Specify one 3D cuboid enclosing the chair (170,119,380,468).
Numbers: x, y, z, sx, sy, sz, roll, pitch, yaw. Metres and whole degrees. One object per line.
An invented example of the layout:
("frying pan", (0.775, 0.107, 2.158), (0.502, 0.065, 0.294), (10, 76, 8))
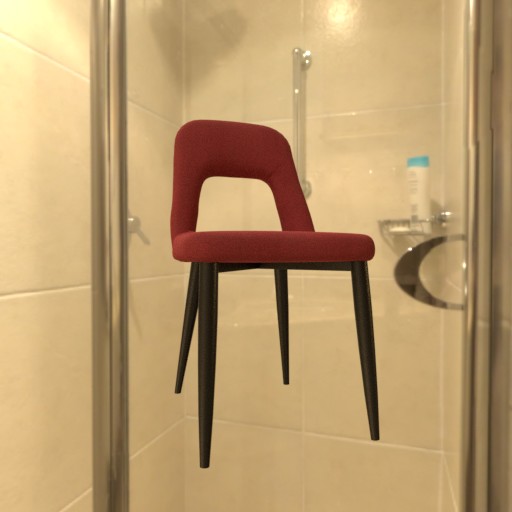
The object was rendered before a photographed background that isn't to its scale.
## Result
("chair", (0.000, 0.000, 1.248), (0.483, 0.892, 0.569), (0, 1, -19))
